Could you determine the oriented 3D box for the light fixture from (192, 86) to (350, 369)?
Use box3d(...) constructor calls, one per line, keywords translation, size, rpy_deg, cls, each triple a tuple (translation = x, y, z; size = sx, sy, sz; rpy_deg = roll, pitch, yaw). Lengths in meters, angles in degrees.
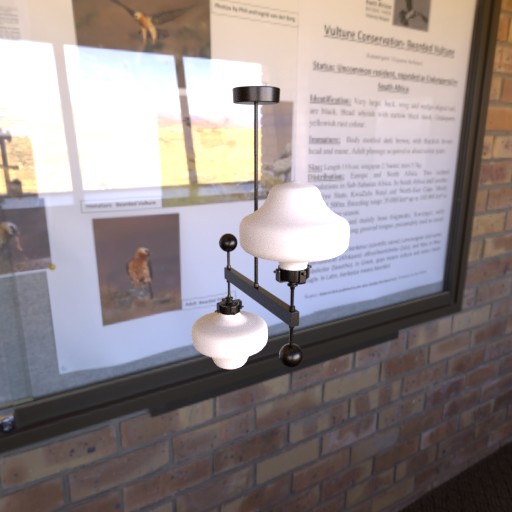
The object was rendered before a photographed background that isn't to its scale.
box3d(translation=(0.000, 0.000, 1.046), size=(0.489, 0.743, 0.422), rpy_deg=(7, 17, 26), cls="light fixture")
